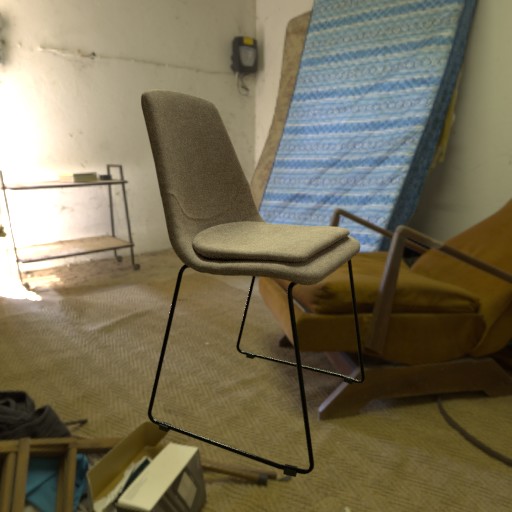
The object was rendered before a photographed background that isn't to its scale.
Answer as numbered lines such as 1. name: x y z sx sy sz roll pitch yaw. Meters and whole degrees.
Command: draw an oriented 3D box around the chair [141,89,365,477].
1. chair: 0.000 0.000 1.182 0.518 0.858 0.479 7 15 27
